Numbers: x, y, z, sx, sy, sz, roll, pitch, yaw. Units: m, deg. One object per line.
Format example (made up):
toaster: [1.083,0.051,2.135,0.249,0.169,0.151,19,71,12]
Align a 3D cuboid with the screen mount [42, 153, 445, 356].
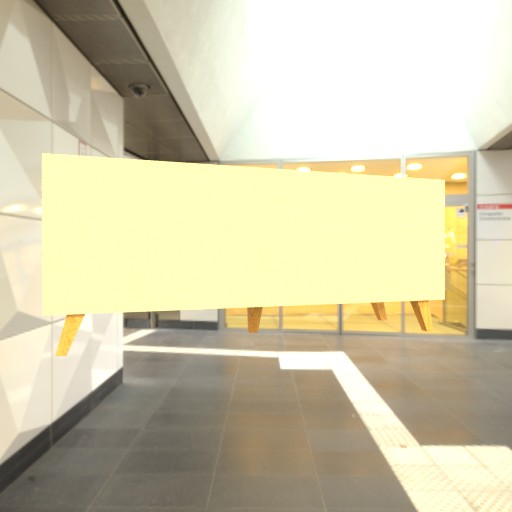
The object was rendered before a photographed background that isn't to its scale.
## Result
screen mount: [0.000,0.000,1.759,1.490,0.619,0.400,0,0,-19]
